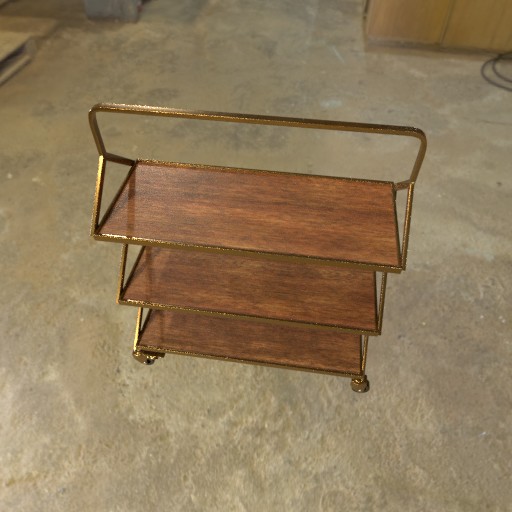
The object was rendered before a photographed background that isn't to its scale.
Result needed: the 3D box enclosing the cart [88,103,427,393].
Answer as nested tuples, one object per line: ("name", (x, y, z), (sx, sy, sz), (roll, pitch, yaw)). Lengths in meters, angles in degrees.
("cart", (0.000, 0.000, 1.169), (0.723, 0.805, 0.313), (6, 48, 6))
